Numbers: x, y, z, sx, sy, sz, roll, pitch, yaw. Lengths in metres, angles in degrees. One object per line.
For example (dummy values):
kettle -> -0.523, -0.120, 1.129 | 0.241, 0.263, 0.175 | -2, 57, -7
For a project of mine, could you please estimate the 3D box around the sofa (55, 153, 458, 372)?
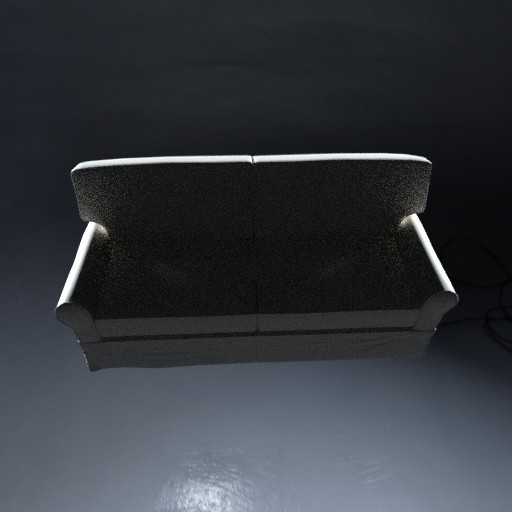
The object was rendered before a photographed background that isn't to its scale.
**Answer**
sofa -> 0.000, 0.000, 2.510 | 2.021, 0.937, 0.862 | -2, 45, -2
